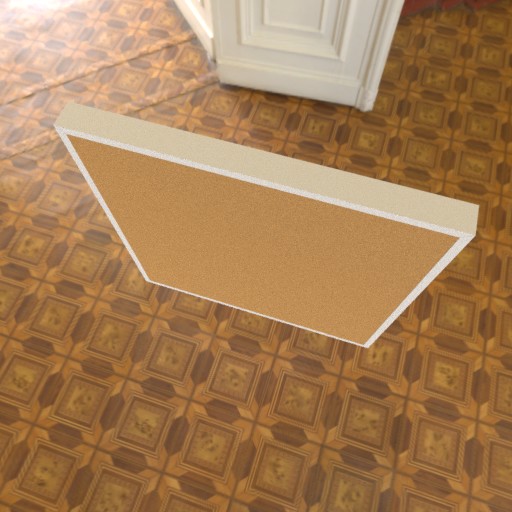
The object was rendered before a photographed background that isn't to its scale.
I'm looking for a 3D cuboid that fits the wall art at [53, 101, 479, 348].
[{"bbox_3d":[0.000,0.000,0.748,0.509,0.509,0.040,16,66,7],"label":"wall art"}]
